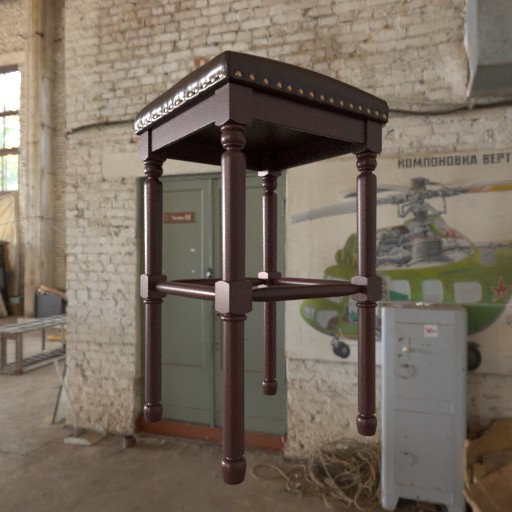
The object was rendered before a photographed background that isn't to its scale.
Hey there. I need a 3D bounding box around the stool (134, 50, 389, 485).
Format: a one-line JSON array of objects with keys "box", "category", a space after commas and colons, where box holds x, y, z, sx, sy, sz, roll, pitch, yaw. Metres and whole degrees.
[{"box": [0.000, 0.000, 0.915, 0.383, 0.702, 0.382, 0, 0, -36], "category": "stool"}]
